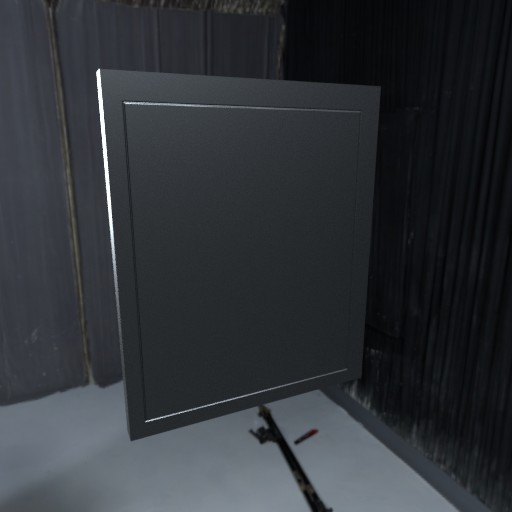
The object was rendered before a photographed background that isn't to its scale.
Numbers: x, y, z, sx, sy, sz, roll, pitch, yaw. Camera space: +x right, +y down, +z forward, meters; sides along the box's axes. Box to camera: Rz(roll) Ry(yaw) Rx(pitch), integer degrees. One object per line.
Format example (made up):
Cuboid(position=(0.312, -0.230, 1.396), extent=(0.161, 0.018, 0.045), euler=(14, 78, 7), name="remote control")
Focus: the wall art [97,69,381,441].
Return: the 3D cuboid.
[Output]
Cuboid(position=(0.000, 0.000, 0.751), extent=(0.461, 0.558, 0.031), euler=(-7, 16, -25), name="wall art")
